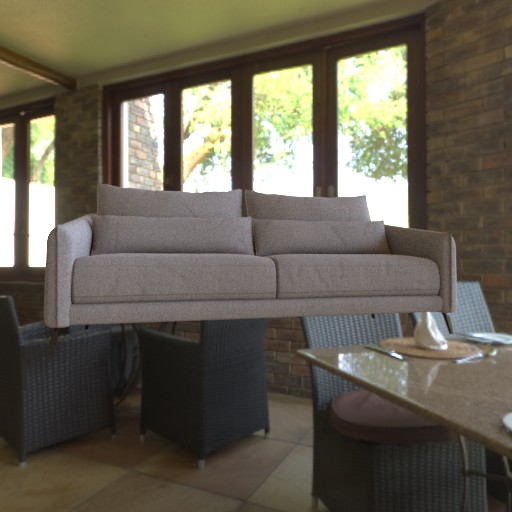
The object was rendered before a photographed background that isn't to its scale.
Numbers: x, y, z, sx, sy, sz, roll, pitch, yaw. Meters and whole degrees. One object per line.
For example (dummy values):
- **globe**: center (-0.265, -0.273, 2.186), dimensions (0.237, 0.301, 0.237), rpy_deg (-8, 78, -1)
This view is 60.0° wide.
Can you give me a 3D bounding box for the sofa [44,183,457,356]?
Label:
- **sofa**: center (0.000, 0.000, 2.446), dimensions (2.022, 0.833, 0.809), rpy_deg (0, -1, -16)
